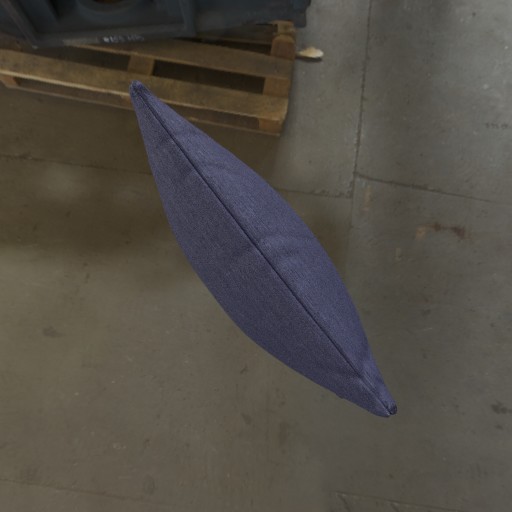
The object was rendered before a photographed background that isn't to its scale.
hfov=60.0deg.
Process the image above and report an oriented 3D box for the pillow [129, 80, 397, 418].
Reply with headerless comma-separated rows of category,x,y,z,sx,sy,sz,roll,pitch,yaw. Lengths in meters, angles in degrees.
pillow,0.000,0.000,0.805,0.210,0.338,0.633,-37,80,-8
